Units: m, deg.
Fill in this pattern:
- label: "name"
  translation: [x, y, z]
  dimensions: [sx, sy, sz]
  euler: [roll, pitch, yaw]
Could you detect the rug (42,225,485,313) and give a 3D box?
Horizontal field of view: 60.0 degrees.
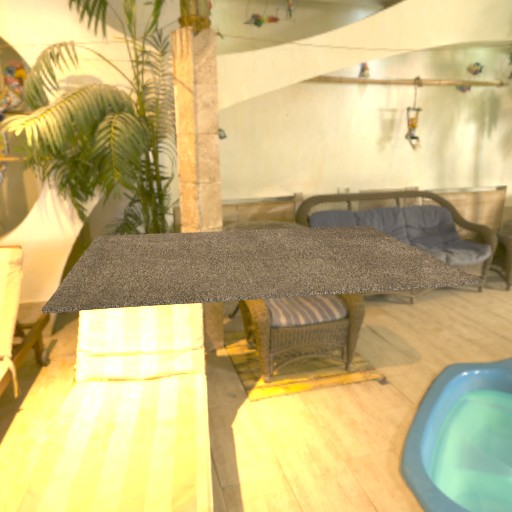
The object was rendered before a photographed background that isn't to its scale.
- label: "rug"
  translation: [0.000, 0.000, 3.496]
  dimensions: [2.699, 0.026, 1.802]
  euler: [-3, 16, -10]
